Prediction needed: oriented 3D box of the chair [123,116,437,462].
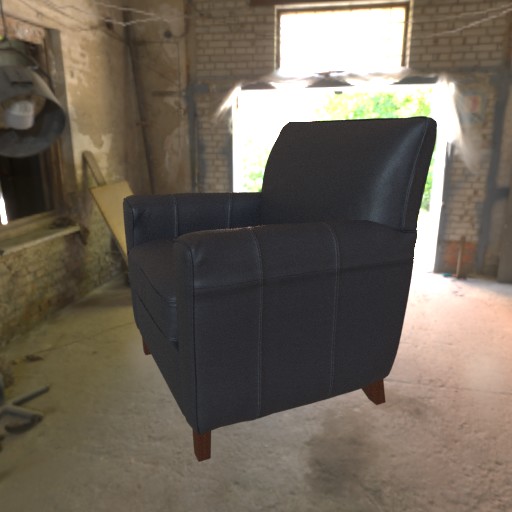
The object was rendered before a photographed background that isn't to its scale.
[{"bbox_3d":[0.000,0.000,1.584,0.825,0.943,0.870,-7,17,-25],"label":"chair"}]
